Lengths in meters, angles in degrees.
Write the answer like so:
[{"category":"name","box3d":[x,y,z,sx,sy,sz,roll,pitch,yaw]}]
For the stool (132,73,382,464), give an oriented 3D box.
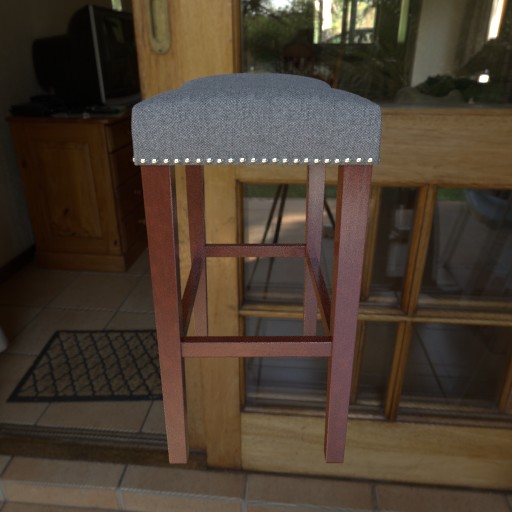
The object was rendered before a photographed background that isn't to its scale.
[{"category":"stool","box3d":[0.000,0.000,0.992,0.372,0.742,0.504,0,25,0]}]
